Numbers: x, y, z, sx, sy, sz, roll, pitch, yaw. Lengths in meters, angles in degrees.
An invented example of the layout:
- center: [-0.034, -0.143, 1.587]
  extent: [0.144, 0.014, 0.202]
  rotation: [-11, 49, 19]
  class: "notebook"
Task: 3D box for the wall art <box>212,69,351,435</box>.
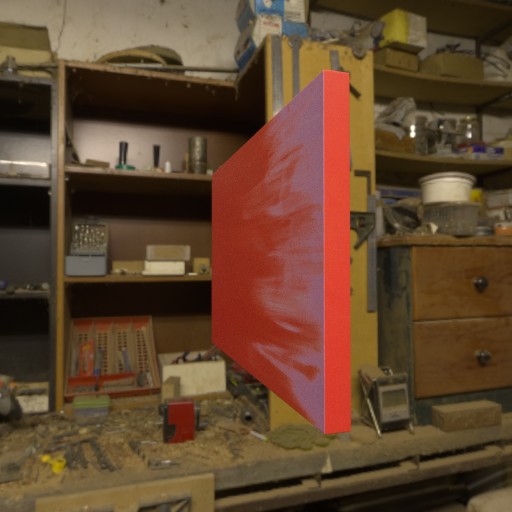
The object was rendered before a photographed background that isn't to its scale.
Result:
- center: [0.000, 0.000, 0.785]
  extent: [0.033, 0.405, 0.607]
  rotation: [0, -1, -17]
  class: "wall art"
